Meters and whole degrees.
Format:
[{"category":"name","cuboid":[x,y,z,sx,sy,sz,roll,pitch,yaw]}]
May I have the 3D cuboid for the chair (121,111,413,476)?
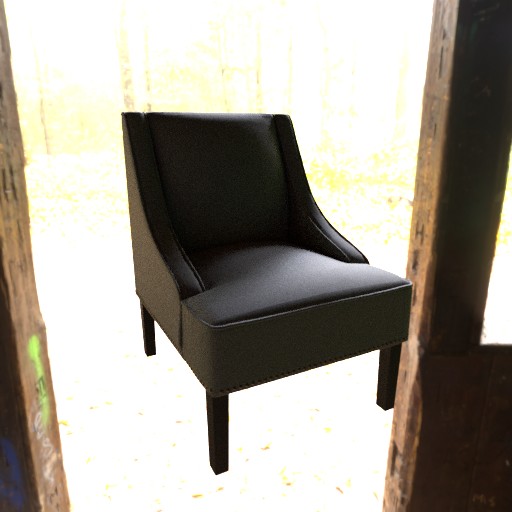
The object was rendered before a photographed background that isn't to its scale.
[{"category":"chair","cuboid":[0.000,0.000,1.380,0.631,0.867,0.747,-8,18,-27]}]
